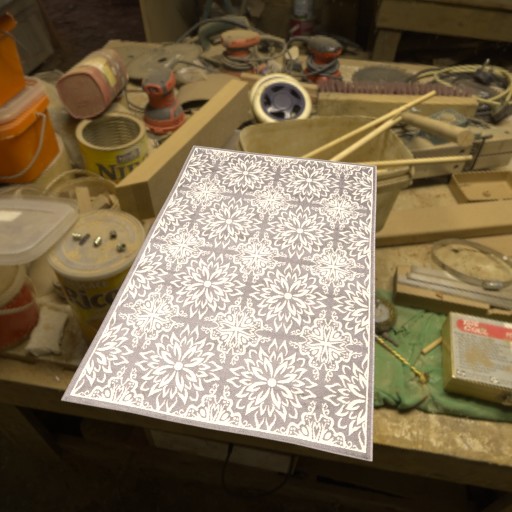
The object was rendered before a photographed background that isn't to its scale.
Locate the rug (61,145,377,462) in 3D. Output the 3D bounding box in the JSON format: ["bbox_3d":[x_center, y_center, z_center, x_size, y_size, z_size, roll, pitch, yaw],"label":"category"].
[{"bbox_3d":[0.000,0.000,2.303,1.224,0.012,1.847,8,47,8],"label":"rug"}]
